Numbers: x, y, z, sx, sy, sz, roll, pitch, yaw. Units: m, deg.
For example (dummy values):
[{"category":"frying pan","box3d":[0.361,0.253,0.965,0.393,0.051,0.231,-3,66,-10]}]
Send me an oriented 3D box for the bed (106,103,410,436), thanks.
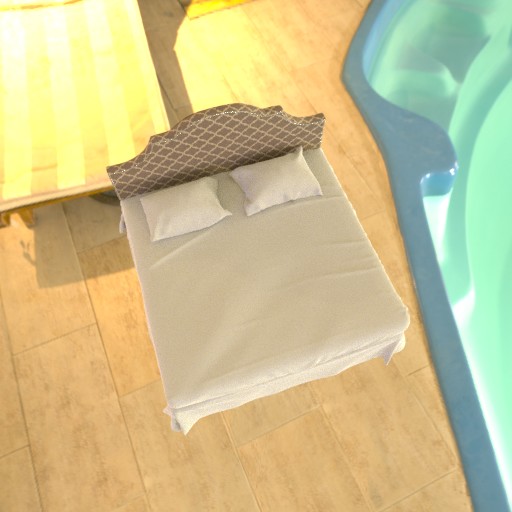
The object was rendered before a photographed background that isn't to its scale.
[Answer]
[{"category":"bed","box3d":[0.000,0.000,3.794,2.314,1.601,2.222,-16,63,-8]}]
